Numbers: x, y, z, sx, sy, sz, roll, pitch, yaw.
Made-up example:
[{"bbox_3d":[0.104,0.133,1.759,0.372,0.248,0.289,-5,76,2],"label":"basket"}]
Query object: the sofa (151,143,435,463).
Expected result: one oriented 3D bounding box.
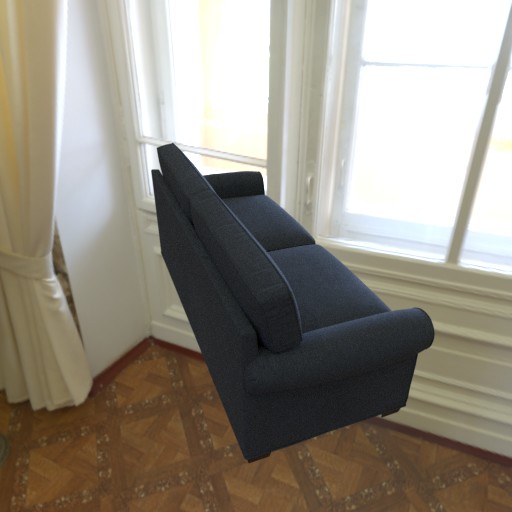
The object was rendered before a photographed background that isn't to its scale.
[{"bbox_3d":[0.000,0.000,2.929,0.954,1.026,2.391,-11,32,-18],"label":"sofa"}]
